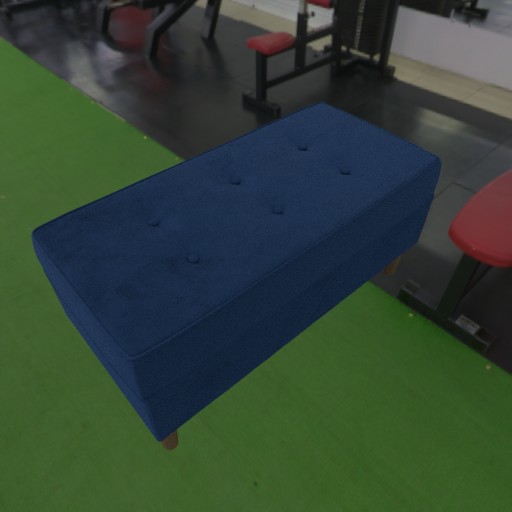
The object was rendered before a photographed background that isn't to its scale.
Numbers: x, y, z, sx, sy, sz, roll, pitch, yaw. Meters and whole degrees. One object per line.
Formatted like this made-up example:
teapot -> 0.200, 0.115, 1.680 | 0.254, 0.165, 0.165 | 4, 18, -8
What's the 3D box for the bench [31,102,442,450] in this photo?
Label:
bench -> 0.000, 0.000, 1.283 | 1.010, 0.467, 0.489 | -32, 53, -28
